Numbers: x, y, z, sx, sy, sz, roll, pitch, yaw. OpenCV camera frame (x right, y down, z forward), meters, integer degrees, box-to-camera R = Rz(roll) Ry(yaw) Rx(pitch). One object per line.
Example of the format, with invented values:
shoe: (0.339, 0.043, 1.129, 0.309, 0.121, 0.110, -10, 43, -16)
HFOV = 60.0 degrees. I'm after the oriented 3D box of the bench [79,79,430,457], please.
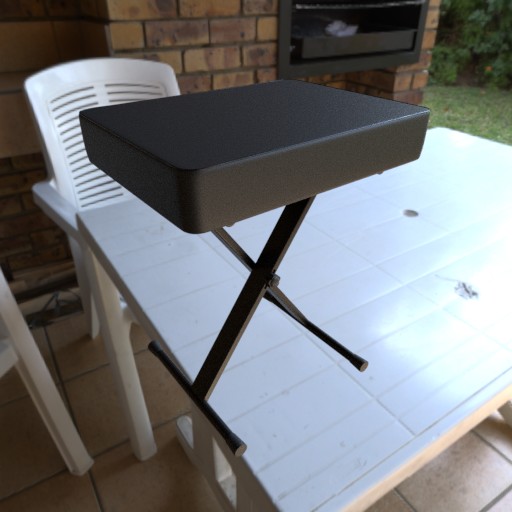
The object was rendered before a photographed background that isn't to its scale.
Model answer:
bench: (0.000, 0.000, 0.777, 0.424, 0.500, 0.321, -22, 38, -32)
